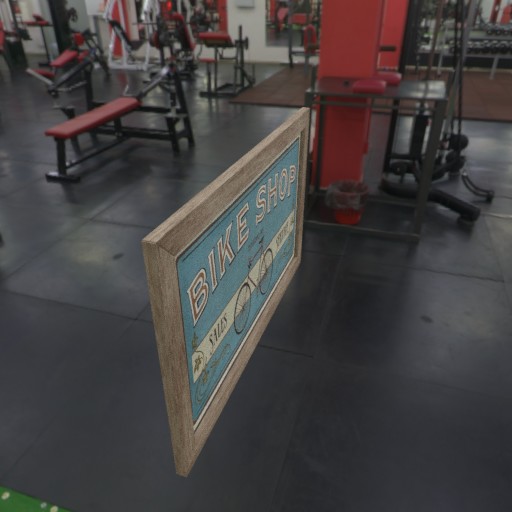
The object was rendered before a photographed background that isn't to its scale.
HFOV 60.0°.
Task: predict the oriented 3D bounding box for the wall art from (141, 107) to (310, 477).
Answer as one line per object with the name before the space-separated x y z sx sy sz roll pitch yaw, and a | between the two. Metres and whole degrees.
wall art | 0.000 0.000 0.985 0.021 0.480 0.780 11 33 17
